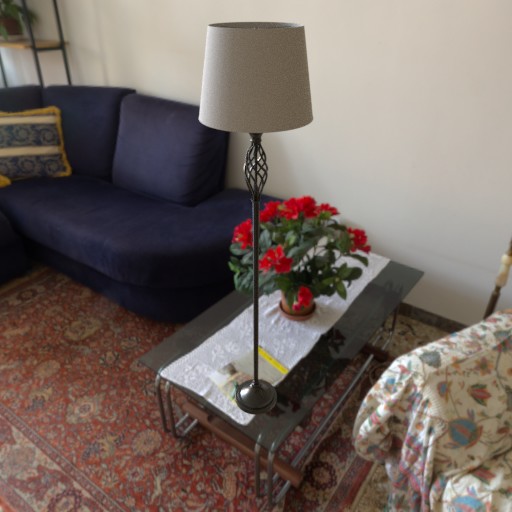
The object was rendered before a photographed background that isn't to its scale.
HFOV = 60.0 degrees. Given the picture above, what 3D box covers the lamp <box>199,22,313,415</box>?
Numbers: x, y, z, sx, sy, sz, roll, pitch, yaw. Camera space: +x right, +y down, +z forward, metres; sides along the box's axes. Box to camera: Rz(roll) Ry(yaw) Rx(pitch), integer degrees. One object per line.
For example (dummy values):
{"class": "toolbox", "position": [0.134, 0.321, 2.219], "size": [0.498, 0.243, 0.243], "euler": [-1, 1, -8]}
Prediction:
{"class": "lamp", "position": [0.000, 0.000, 1.752], "size": [0.379, 1.623, 0.379], "euler": [0, 31, 0]}
